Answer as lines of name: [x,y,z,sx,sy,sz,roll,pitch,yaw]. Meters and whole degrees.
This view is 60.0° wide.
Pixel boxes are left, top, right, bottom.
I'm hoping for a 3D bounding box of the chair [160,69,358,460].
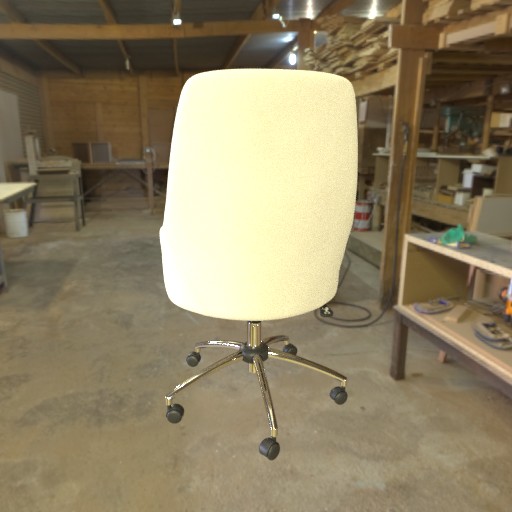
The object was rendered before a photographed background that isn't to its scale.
chair: [0.000,0.000,1.430,0.620,1.049,0.640,-3,15,-10]
